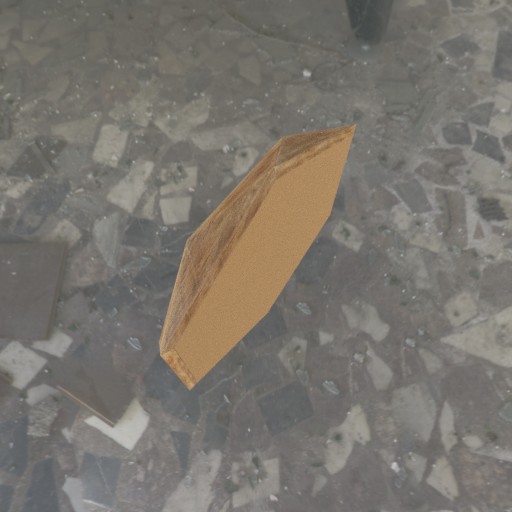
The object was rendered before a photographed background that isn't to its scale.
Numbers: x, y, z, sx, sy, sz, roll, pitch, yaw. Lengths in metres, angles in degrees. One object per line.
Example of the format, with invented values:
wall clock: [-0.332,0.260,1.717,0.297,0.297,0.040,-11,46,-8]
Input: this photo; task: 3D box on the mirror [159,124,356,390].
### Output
mirror: [0.000,0.000,1.101,0.091,0.779,0.675,34,69,15]
